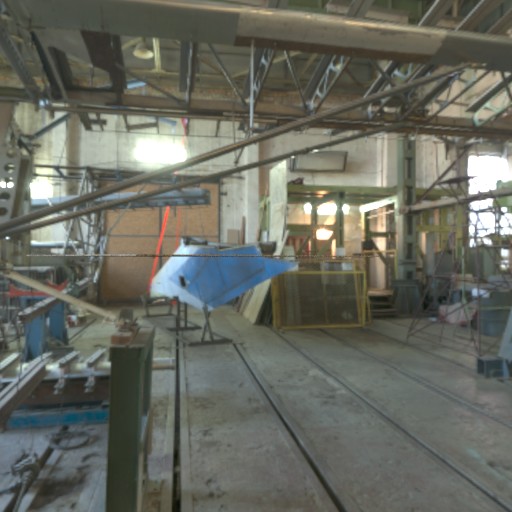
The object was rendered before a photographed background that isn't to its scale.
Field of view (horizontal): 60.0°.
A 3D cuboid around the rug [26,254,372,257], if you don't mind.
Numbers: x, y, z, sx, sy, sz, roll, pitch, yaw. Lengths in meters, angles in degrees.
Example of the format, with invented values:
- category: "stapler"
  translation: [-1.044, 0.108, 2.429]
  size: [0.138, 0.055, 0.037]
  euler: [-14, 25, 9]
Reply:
- category: "rug"
  translation: [0.000, 0.000, 2.701]
  size: [0.706, 0.009, 2.443]
  euler: [0, 0, 35]
